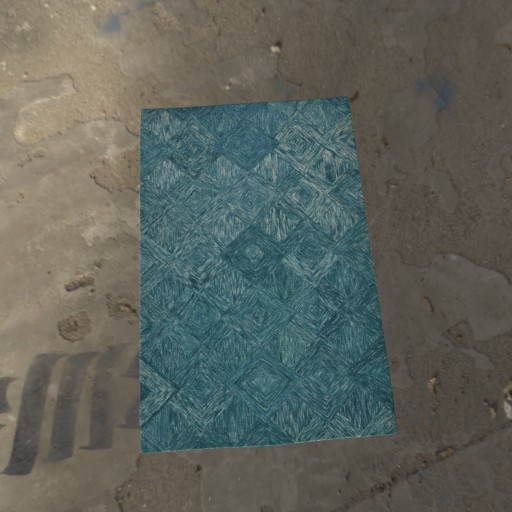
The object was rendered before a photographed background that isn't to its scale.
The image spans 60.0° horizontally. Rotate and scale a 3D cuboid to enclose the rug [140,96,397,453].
[{"bbox_3d":[0.000,0.000,2.171,1.136,0.017,1.728,-4,74,-1],"label":"rug"}]
